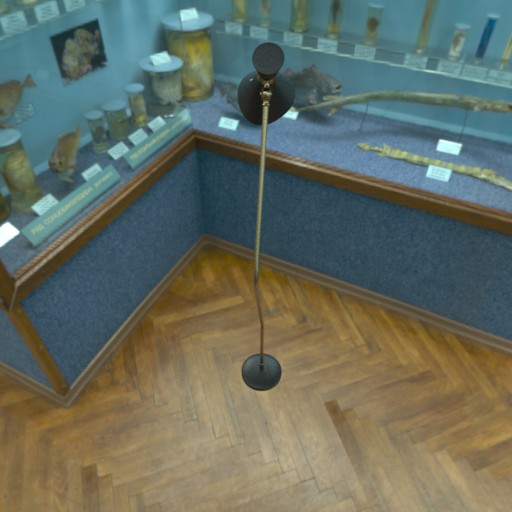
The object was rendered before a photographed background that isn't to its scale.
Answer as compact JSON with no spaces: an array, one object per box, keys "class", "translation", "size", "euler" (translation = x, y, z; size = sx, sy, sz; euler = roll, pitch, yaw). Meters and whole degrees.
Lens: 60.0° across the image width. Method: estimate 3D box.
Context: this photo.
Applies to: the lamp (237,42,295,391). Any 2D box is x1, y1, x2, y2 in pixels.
[{"class":"lamp","translation":[0.000,0.000,1.596],"size":[0.277,1.438,0.467],"euler":[21,48,20]}]
